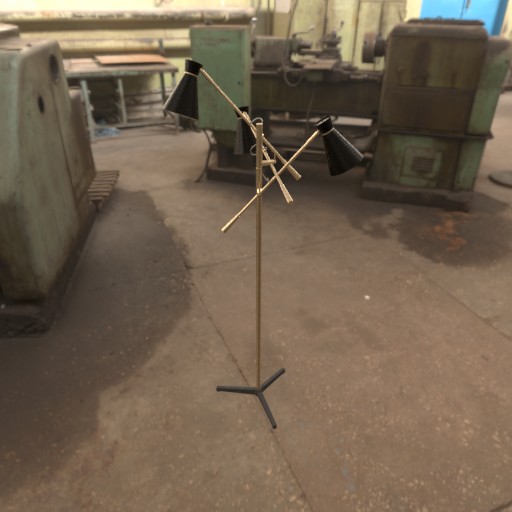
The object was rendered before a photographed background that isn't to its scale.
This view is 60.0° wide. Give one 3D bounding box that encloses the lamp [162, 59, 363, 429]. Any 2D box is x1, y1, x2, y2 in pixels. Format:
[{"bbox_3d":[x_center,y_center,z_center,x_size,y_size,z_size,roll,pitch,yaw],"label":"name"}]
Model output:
[{"bbox_3d":[0.000,0.000,2.210,0.750,1.804,0.653,-11,32,-18],"label":"lamp"}]
